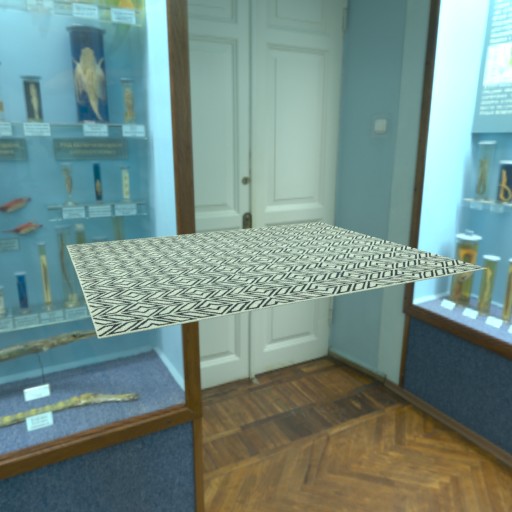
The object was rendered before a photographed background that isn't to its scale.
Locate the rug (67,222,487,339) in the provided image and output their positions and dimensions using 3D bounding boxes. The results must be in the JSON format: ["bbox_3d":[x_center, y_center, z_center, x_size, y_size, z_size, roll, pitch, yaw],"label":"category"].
[{"bbox_3d":[0.000,0.000,4.043,3.045,0.008,2.421,-7,16,-25],"label":"rug"}]
